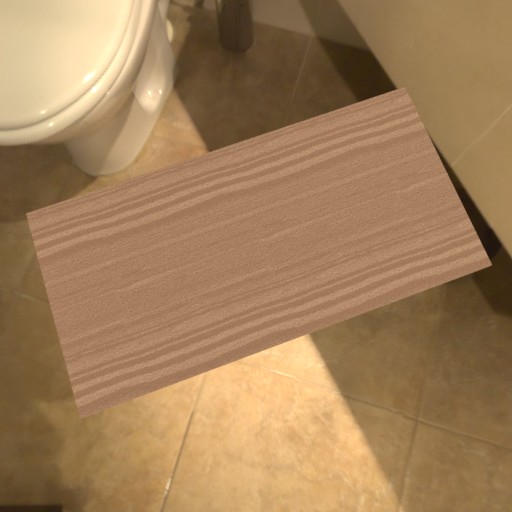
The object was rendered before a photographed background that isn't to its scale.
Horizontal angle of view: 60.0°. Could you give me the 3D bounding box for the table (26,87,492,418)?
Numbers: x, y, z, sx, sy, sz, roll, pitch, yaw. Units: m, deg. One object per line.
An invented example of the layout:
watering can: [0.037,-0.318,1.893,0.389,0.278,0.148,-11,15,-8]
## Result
table: [0.000,0.000,1.485,1.200,0.450,0.600,-20,78,-4]
